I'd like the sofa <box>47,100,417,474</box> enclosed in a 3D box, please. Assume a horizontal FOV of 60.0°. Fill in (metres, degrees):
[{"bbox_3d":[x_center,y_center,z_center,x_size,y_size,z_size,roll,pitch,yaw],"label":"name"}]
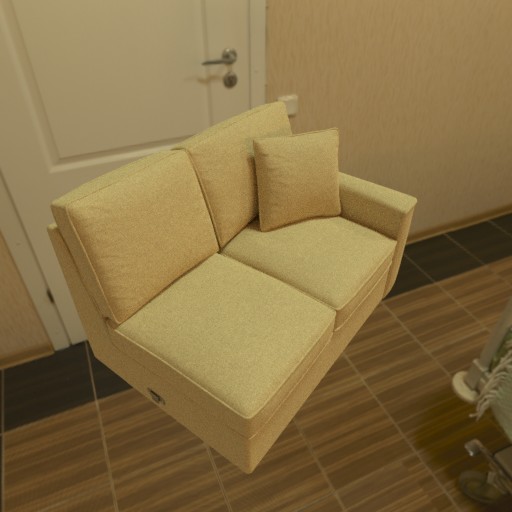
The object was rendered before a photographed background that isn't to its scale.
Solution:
[{"bbox_3d":[0.000,0.000,2.062,0.991,0.989,1.388,26,46,28],"label":"sofa"}]
